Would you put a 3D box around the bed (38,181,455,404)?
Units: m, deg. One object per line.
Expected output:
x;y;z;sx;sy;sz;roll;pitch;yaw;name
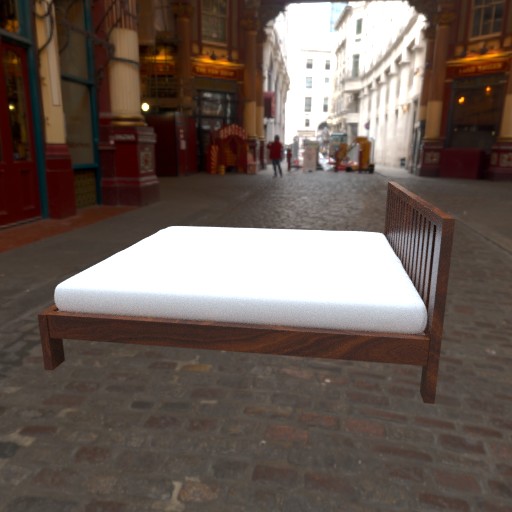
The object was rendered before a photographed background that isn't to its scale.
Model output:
0.000;0.000;3.067;2.030;0.890;1.905;2;14;9;bed
